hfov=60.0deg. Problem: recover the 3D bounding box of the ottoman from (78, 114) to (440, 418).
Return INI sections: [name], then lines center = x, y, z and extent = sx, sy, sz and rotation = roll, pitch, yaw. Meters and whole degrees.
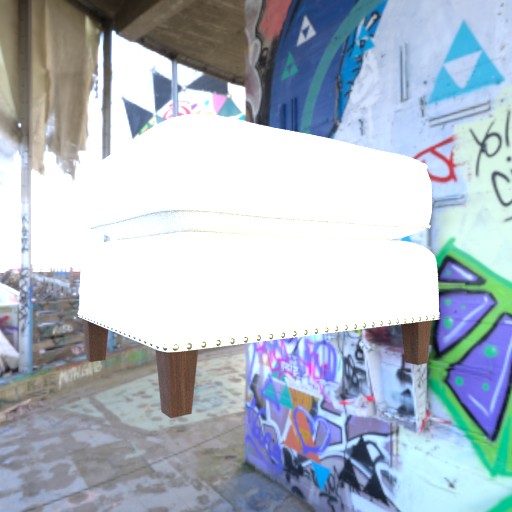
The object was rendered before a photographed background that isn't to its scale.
[ottoman]
center = 0.000, 0.000, 1.125
extent = 0.738, 0.537, 0.589
rotation = 1, -1, -35
